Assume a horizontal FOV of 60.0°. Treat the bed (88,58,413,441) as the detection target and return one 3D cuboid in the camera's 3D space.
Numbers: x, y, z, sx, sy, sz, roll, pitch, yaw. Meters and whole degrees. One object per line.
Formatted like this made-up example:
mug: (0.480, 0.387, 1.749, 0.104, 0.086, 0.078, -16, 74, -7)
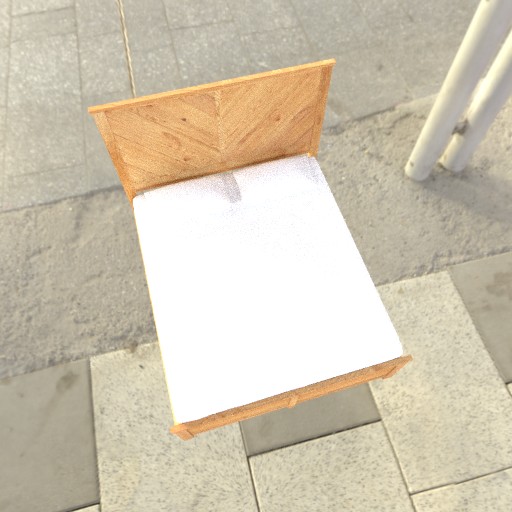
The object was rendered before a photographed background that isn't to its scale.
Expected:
bed: (0.000, 0.000, 3.628, 1.936, 1.686, 2.201, -14, 62, -8)
